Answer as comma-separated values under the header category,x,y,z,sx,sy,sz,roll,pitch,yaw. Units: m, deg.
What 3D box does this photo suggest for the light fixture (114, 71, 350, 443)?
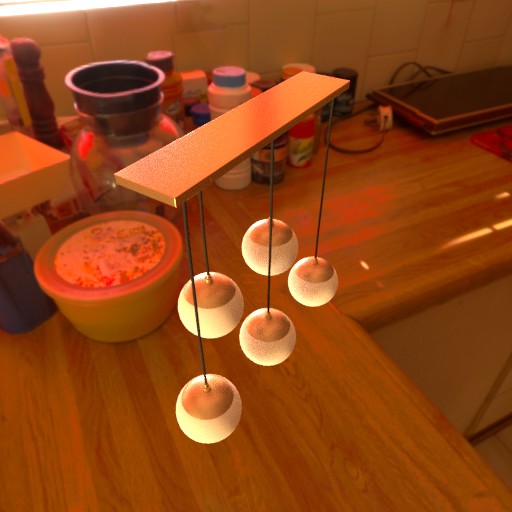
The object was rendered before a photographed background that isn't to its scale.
category,x,y,z,sx,sy,sz,roll,pitch,yaw
light fixture,0.000,0.000,1.353,0.299,0.869,0.863,23,45,25
